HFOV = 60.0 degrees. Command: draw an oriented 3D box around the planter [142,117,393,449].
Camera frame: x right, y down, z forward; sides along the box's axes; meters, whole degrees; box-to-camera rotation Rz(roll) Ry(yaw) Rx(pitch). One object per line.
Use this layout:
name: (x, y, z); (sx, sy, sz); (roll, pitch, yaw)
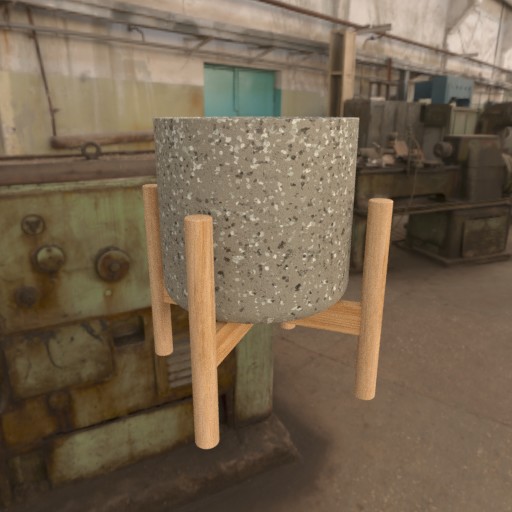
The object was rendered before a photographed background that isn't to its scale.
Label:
planter: (0.000, 0.000, 0.537); (0.284, 0.320, 0.284); (16, 24, 41)
